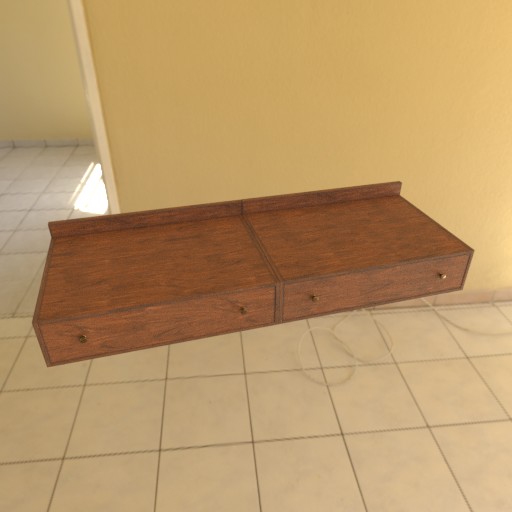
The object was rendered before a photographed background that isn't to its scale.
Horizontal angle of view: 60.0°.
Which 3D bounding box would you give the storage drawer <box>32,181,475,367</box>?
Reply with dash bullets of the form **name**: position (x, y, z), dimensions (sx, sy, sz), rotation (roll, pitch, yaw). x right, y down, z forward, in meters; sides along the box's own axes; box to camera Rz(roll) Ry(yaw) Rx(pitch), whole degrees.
- **storage drawer**: position (0.000, 0.000, 2.193), dimensions (1.914, 0.339, 0.774), rotation (-8, 33, -13)
